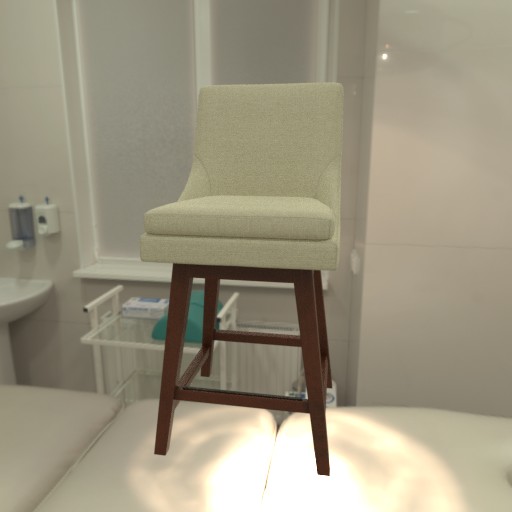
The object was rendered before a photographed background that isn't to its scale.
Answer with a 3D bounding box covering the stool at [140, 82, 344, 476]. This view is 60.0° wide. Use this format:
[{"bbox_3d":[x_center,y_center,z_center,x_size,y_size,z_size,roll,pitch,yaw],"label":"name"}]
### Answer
[{"bbox_3d":[0.000,0.000,1.274,0.469,0.991,0.559,2,14,10],"label":"stool"}]
